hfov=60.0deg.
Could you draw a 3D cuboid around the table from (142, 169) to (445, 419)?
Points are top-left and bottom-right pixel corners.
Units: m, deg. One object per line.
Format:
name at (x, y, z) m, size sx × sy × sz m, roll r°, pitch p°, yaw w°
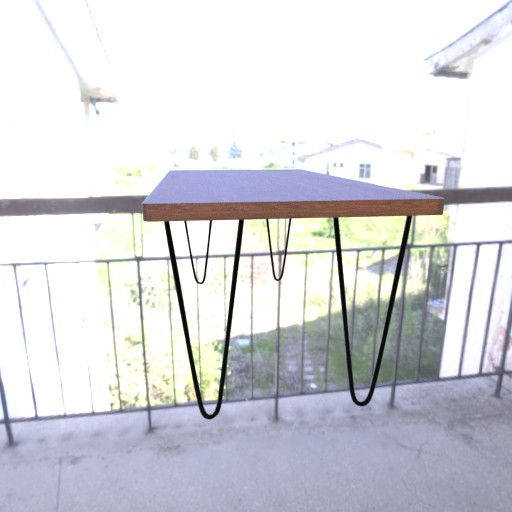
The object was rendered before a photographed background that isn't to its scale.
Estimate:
table at (0.000, 0.000, 2.194) m, size 0.883 × 0.753 × 1.791 m, roll -2°, pitch 14°, yaw -8°
